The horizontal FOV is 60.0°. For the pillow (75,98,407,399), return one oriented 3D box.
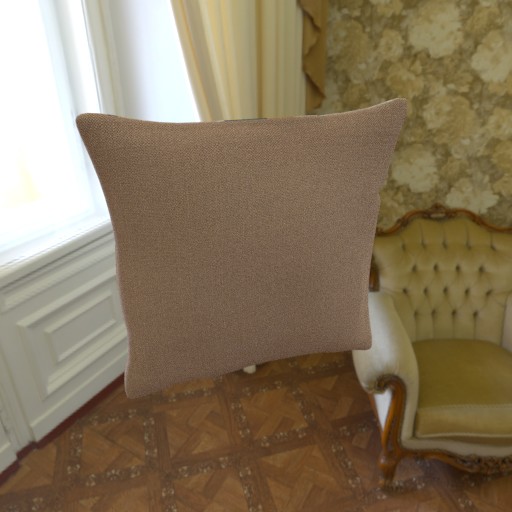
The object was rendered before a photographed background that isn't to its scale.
[{"bbox_3d":[0.000,0.000,0.729,0.478,0.479,0.158,-8,28,-15],"label":"pillow"}]
